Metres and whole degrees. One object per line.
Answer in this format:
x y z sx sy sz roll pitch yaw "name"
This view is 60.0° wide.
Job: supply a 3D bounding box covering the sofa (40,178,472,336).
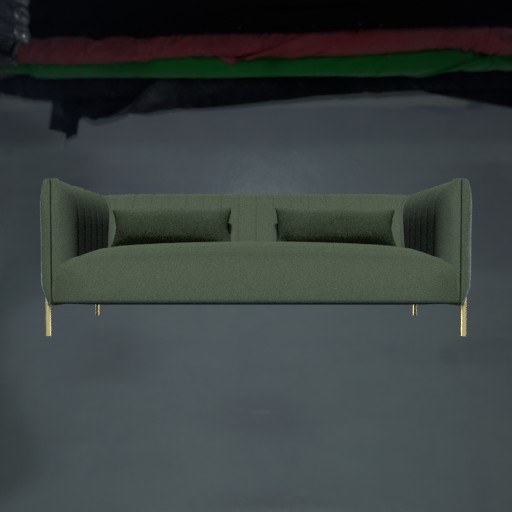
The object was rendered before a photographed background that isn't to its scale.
0.000 0.000 2.540 2.137 0.793 0.896 0 1 0 "sofa"
